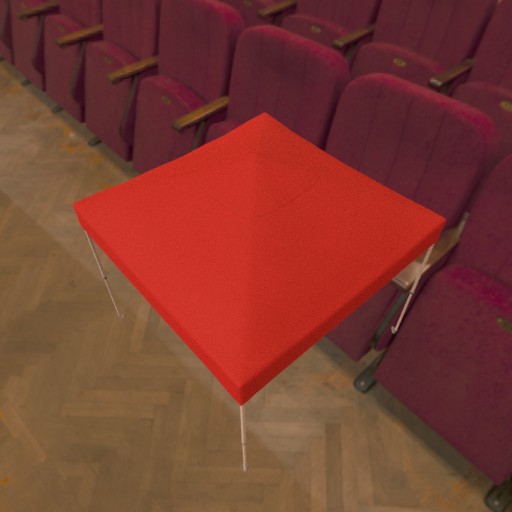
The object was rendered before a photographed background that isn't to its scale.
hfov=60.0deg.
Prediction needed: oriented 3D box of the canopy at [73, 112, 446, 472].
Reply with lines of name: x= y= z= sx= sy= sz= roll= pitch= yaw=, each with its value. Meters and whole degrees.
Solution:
canopy: x=0.000 y=0.000 z=5.515 sx=2.996 sy=2.997 sz=2.998 roll=-33 pitch=56 yaw=-26
